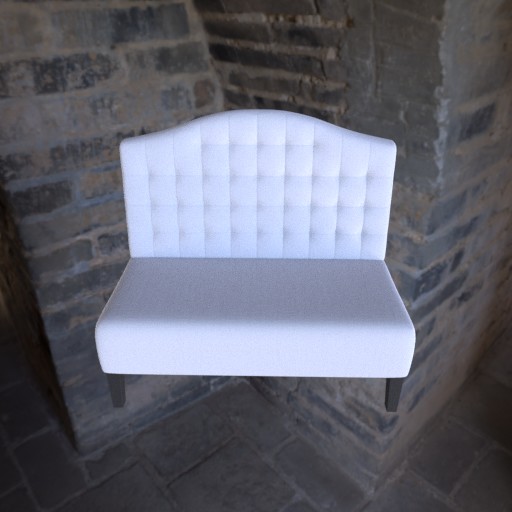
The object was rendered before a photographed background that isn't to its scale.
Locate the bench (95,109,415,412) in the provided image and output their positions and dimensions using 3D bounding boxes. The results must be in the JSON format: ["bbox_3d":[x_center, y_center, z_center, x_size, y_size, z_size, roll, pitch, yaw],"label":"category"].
[{"bbox_3d":[0.000,0.000,2.072,1.335,1.180,0.815,1,30,1],"label":"bench"}]
